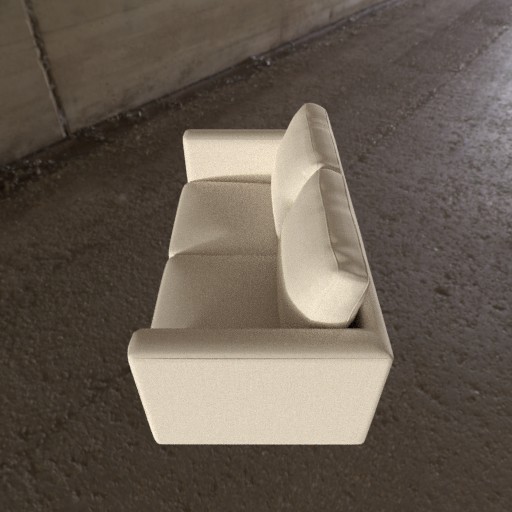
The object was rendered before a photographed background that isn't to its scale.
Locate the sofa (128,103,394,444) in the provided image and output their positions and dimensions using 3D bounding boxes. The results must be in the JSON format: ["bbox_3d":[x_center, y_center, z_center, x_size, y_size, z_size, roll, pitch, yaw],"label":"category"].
[{"bbox_3d":[0.000,0.000,1.939,0.796,0.908,1.430,0,42,0],"label":"sofa"}]
